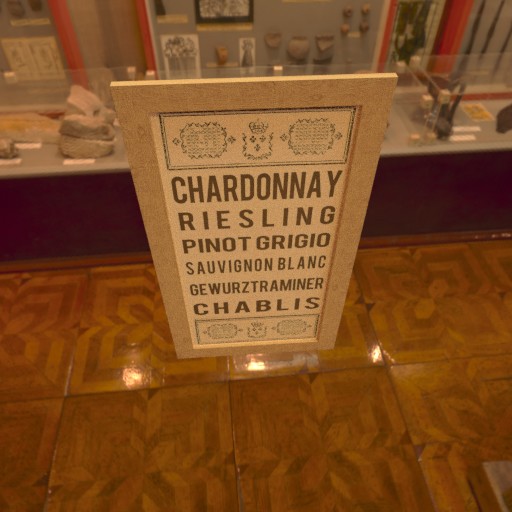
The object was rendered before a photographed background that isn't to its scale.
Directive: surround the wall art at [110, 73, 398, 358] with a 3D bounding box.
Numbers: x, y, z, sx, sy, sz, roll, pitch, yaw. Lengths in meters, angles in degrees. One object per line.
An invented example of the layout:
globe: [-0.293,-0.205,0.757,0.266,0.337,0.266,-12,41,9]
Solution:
wall art: [0.000,0.000,0.836,0.381,0.683,0.013,-3,47,-3]
